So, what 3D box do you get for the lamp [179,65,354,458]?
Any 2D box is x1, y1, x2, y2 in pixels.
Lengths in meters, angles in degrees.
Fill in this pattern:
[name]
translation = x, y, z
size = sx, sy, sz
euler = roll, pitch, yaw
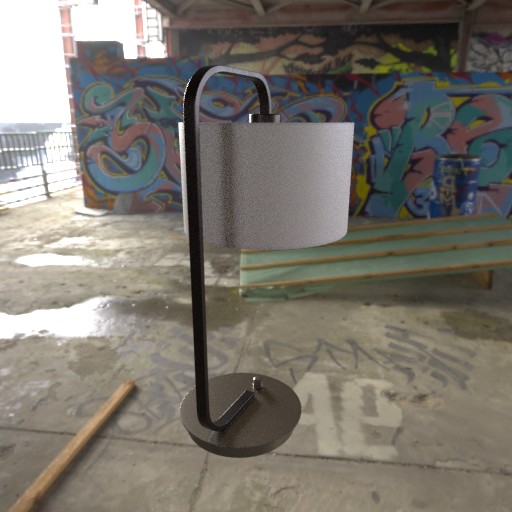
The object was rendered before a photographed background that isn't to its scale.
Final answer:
[lamp]
translation = 0.000, 0.000, 0.618
size = 0.230, 0.473, 0.288
euler = 9, 19, 26
